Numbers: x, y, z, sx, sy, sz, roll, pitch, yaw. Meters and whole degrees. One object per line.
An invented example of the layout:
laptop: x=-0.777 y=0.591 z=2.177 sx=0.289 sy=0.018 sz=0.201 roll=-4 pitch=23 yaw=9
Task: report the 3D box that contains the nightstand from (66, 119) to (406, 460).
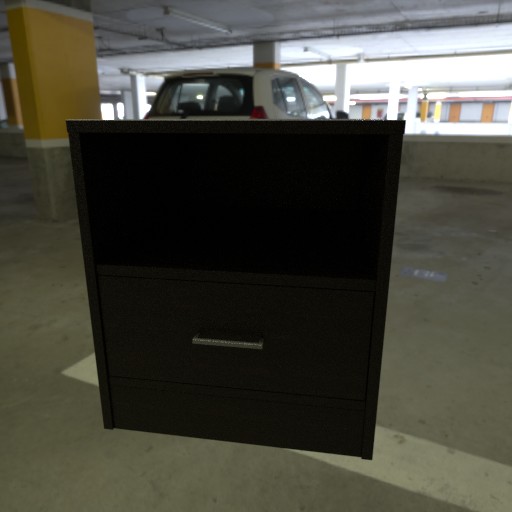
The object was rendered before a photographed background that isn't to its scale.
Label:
nightstand: x=0.000 y=0.000 z=0.780 sx=0.400 sy=0.460 sz=0.461 roll=3 pitch=18 yaw=9
